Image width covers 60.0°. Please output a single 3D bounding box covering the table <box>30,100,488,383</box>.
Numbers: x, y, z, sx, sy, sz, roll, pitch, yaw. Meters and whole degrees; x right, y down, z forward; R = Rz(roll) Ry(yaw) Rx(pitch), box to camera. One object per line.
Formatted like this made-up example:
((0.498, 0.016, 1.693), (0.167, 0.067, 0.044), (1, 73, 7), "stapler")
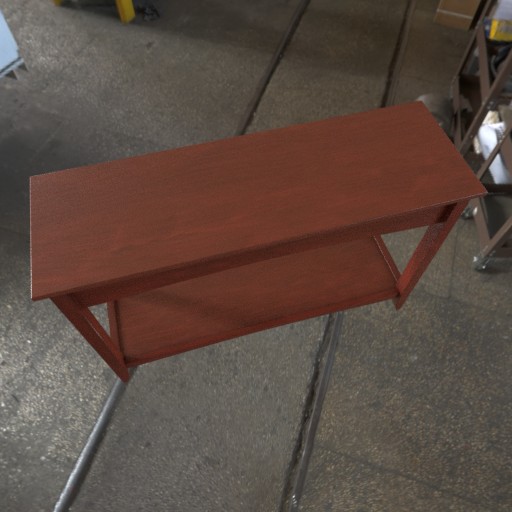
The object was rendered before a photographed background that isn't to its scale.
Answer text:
((0.000, 0.000, 1.519), (1.188, 0.739, 0.392), (-13, 59, -8), "table")
